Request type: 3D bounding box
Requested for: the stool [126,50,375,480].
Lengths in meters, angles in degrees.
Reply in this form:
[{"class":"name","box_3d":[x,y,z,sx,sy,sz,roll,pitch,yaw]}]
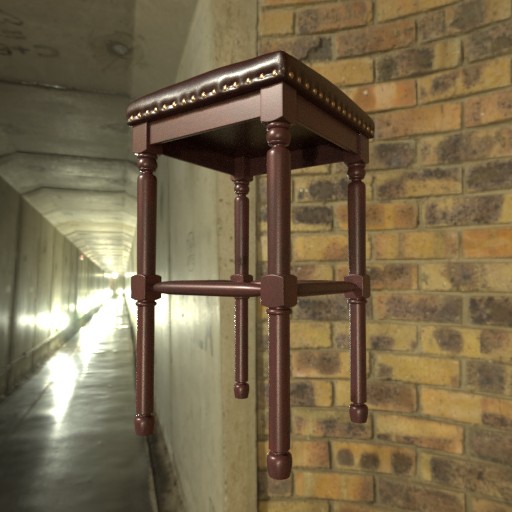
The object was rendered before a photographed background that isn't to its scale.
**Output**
[{"class":"stool","box_3d":[0.000,0.000,0.925,0.382,0.702,0.383,-2,-3,36]}]
